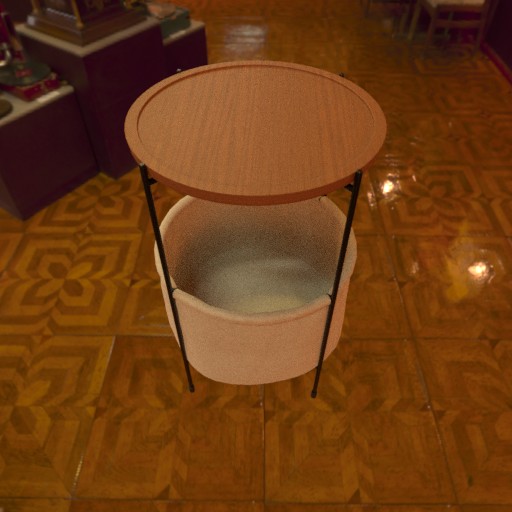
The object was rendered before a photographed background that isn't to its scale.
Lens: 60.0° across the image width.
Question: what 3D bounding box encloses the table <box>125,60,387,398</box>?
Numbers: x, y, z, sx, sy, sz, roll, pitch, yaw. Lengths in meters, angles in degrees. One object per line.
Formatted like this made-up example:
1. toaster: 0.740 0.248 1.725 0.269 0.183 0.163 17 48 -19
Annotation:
1. table: 0.000 0.000 0.889 0.393 0.623 0.393 2 47 2
